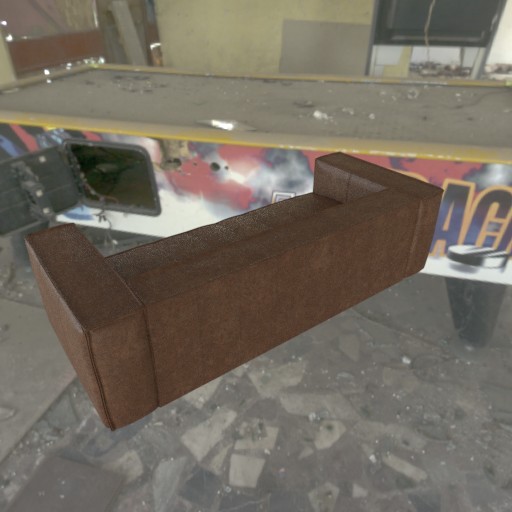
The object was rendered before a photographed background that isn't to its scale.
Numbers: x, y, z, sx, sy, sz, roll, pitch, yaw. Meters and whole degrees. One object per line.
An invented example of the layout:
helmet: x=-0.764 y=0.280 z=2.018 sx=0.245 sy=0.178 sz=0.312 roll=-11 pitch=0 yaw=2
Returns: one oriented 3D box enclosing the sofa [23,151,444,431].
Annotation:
sofa: x=0.000 y=0.000 z=2.984 sx=2.581 sy=0.701 sz=1.102 roll=-21 pitch=37 yaw=-31
